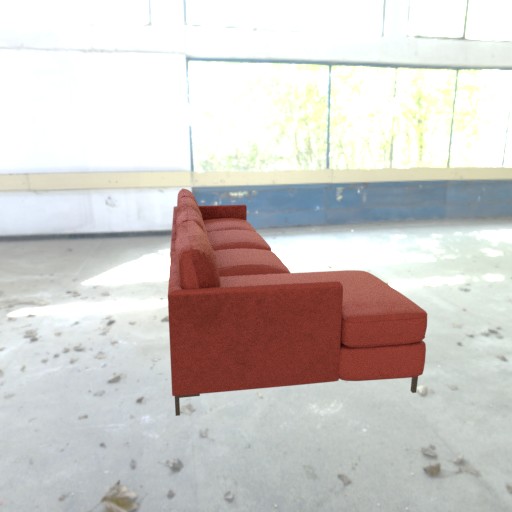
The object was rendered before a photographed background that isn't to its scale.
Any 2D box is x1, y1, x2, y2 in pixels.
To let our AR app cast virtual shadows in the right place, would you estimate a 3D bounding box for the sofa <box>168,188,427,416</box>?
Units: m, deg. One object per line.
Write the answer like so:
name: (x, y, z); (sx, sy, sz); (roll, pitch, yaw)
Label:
sofa: (0.000, 0.000, 4.064); (1.500, 0.967, 3.400); (-2, 15, -9)
